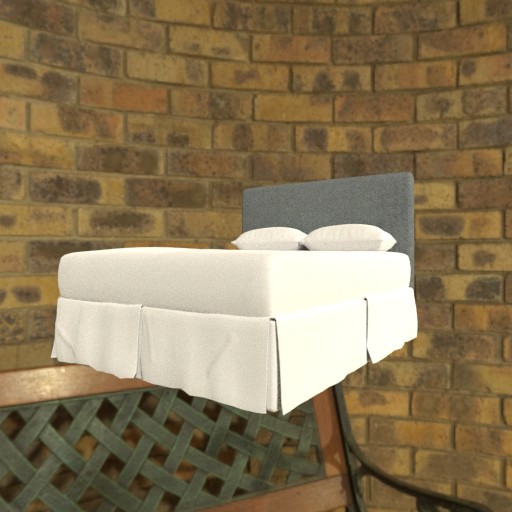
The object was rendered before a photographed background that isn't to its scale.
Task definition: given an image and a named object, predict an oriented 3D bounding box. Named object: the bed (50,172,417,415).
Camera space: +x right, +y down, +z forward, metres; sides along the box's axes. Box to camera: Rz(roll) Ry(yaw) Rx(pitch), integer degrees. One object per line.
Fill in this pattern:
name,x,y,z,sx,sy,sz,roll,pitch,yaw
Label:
bed,0.000,0.000,3.114,1.723,1.330,2.142,0,0,35
